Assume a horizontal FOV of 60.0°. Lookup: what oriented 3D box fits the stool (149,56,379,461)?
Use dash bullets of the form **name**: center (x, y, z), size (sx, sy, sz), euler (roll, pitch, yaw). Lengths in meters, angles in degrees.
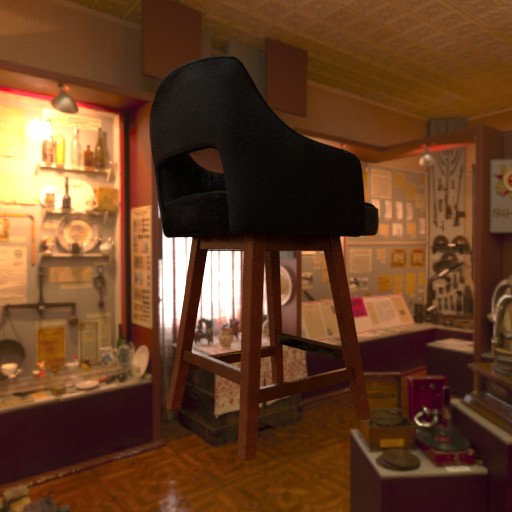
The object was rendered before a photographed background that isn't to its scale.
- **stool**: center (0.000, 0.000, 1.289), size (0.560, 0.940, 0.550), euler (-1, 1, -36)
